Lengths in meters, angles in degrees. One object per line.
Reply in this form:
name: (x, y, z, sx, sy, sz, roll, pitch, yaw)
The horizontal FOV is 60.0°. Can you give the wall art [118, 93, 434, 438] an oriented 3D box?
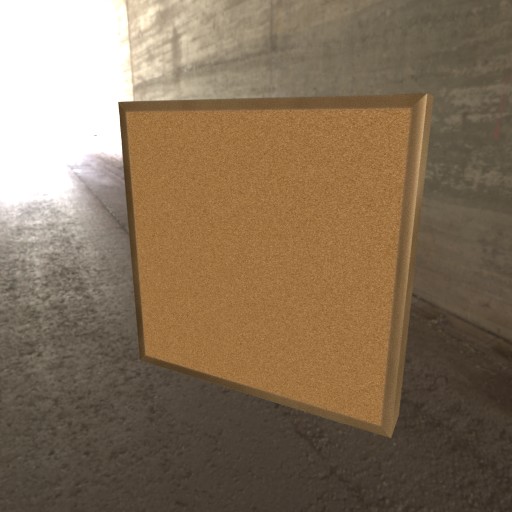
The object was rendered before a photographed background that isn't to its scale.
wall art: (0.000, 0.000, 0.454, 0.305, 0.303, 0.038, 9, 19, 26)
